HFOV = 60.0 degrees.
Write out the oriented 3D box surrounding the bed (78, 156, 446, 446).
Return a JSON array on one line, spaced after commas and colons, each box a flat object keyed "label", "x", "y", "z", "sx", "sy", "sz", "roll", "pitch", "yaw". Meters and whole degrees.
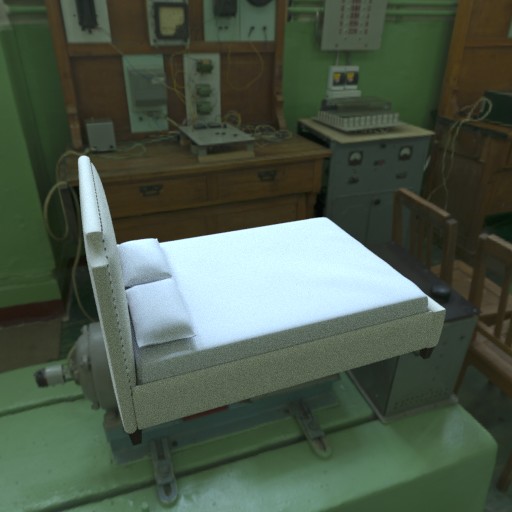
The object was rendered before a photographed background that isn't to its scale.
[{"label": "bed", "x": 0.000, "y": 0.000, "z": 3.447, "sx": 2.372, "sy": 1.443, "sz": 1.712, "roll": -10, "pitch": 30, "yaw": -18}]
